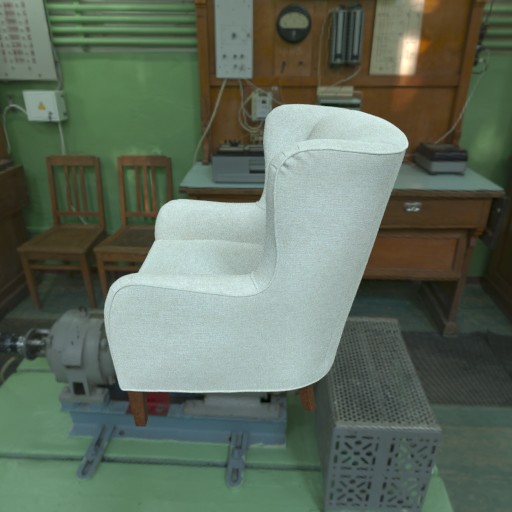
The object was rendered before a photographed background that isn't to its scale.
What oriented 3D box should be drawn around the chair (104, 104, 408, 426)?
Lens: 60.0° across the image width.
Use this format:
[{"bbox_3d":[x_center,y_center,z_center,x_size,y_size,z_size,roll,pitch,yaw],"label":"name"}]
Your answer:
[{"bbox_3d":[0.000,0.000,1.730,0.966,1.040,0.838,1,26,1],"label":"chair"}]
